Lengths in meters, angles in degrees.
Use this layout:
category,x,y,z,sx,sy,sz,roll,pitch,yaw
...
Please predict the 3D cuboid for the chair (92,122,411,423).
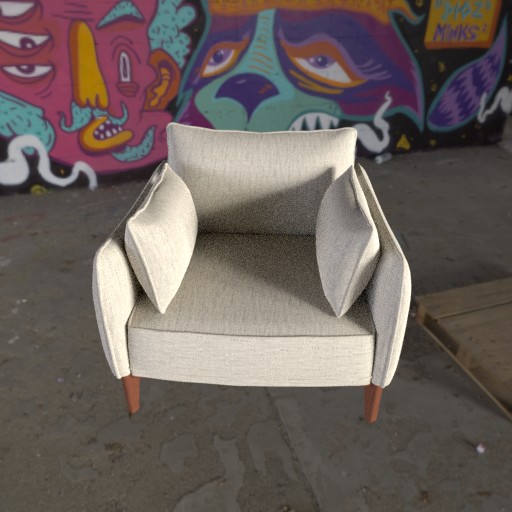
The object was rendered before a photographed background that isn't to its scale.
category,x,y,z,sx,sy,sz,roll,pitch,yaw
chair,0.000,0.000,1.760,0.994,0.855,0.991,1,31,2
